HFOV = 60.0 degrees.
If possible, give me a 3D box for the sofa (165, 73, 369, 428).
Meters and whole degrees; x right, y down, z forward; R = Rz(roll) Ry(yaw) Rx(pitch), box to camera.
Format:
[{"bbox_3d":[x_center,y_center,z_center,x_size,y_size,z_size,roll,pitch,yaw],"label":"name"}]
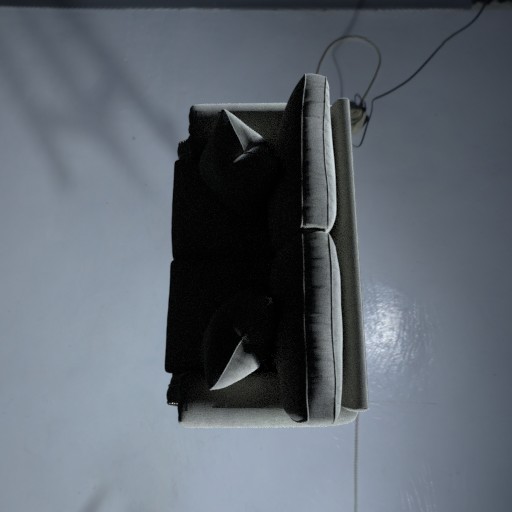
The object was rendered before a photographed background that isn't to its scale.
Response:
[{"bbox_3d":[0.000,0.000,2.363,0.966,0.966,1.701,0,75,0],"label":"sofa"}]
